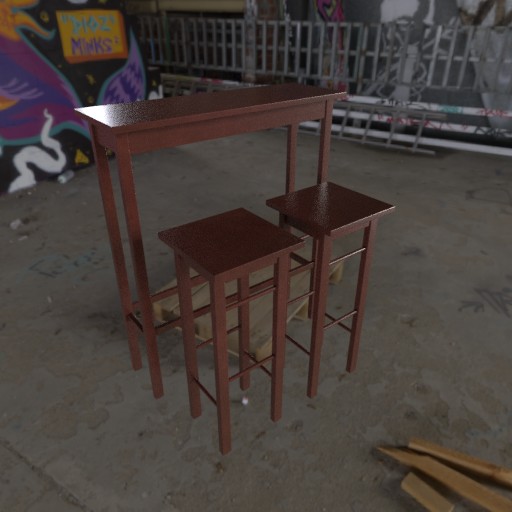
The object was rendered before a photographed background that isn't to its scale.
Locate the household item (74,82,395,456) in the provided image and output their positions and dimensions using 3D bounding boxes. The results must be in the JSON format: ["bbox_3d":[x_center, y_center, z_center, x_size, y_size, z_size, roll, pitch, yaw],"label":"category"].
[{"bbox_3d":[0.000,0.000,1.655,0.914,1.067,0.676,-21,35,-32],"label":"household item"}]
